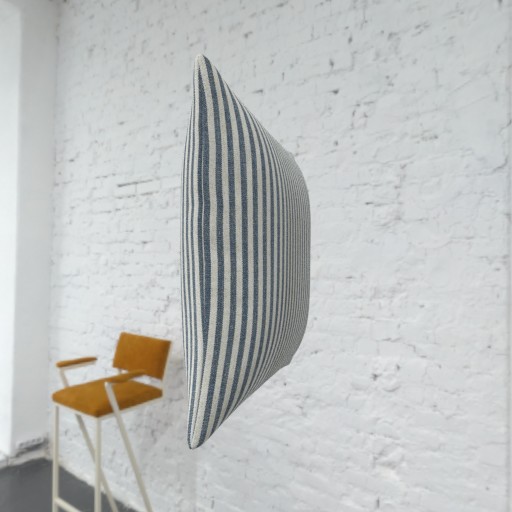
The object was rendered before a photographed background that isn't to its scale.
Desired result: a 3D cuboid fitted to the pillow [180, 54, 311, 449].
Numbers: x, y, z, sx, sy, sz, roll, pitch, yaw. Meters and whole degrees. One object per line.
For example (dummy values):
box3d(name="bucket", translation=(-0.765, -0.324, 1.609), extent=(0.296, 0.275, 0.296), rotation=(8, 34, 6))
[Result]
box3d(name="pillow", translation=(0.000, 0.000, 0.816), extent=(0.166, 0.510, 0.523), rotation=(-1, -2, 18))
